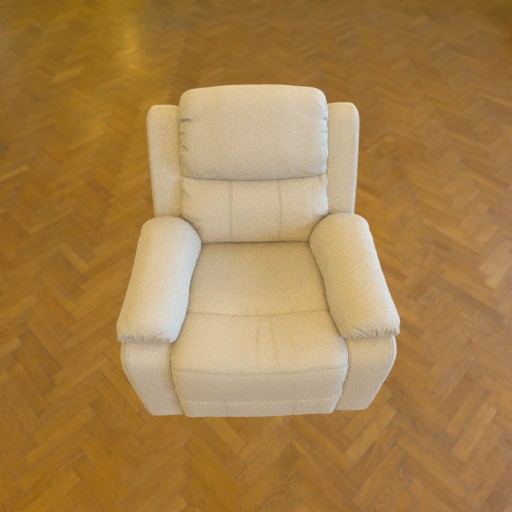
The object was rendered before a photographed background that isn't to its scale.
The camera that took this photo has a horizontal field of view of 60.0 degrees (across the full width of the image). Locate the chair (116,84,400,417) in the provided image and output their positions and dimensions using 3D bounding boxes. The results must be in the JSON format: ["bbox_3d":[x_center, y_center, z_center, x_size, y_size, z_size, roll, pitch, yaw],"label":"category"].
[{"bbox_3d":[0.000,0.000,1.246,0.680,0.702,0.709,-1,48,-1],"label":"chair"}]
